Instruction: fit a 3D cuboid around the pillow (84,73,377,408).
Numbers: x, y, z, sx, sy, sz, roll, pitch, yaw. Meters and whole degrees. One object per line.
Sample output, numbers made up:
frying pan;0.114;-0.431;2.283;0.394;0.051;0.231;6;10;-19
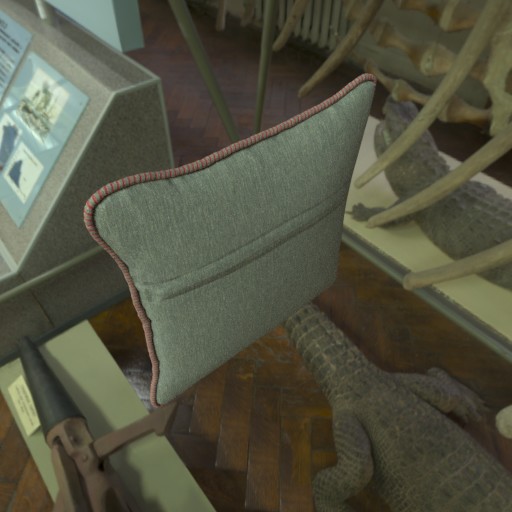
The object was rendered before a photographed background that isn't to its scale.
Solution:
pillow;0.000;0.000;0.738;0.482;0.491;0.124;-31;54;-27
